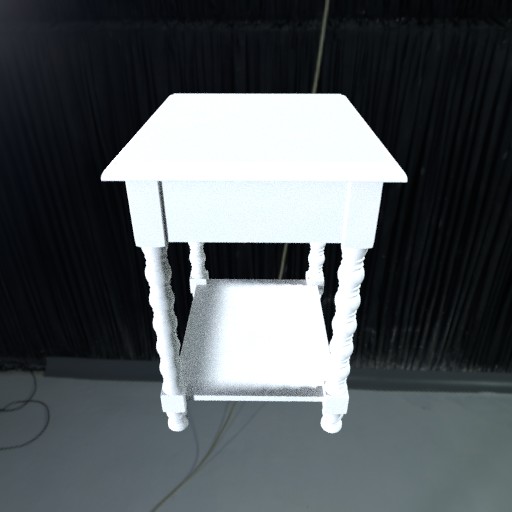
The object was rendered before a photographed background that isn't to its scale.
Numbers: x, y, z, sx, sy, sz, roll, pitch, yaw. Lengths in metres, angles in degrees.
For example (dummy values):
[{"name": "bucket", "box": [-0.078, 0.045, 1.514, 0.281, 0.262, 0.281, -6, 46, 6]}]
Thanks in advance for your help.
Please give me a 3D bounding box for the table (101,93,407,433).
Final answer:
[{"name": "table", "box": [0.000, 0.000, 0.875, 0.381, 0.531, 0.460, 0, 31, 1]}]
